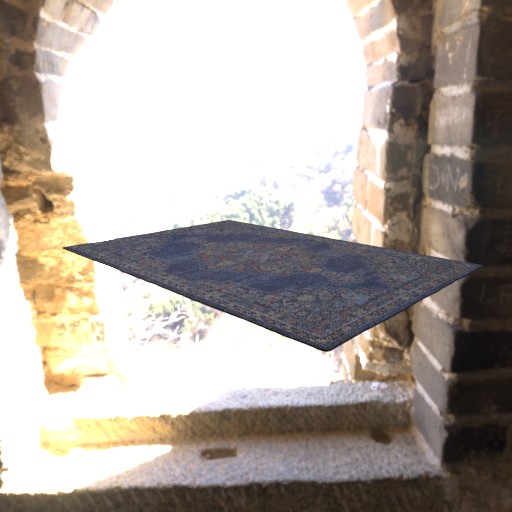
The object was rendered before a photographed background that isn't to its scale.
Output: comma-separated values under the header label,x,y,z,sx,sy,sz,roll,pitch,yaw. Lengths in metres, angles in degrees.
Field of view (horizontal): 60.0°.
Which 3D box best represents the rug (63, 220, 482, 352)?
label,x,y,z,sx,sy,sz,roll,pitch,yaw
rug,0.000,0.000,3.722,2.940,0.011,2.053,14,20,43
